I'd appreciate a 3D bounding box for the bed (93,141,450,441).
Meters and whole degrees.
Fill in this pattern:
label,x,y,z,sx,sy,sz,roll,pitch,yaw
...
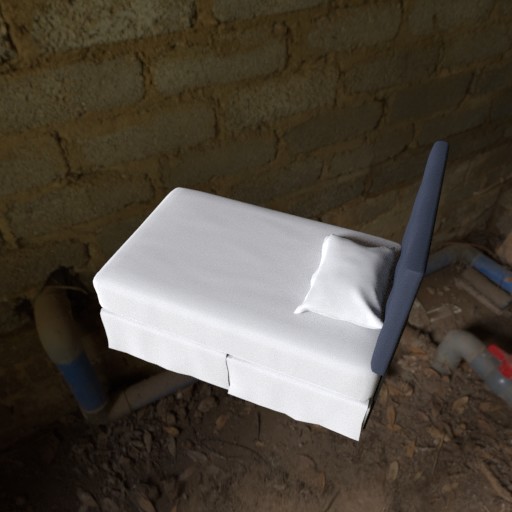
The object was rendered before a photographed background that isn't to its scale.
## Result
label,x,y,z,sx,sy,sz,roll,pitch,yaw
bed,0.000,0.000,3.004,1.997,1.571,1.261,16,47,16
